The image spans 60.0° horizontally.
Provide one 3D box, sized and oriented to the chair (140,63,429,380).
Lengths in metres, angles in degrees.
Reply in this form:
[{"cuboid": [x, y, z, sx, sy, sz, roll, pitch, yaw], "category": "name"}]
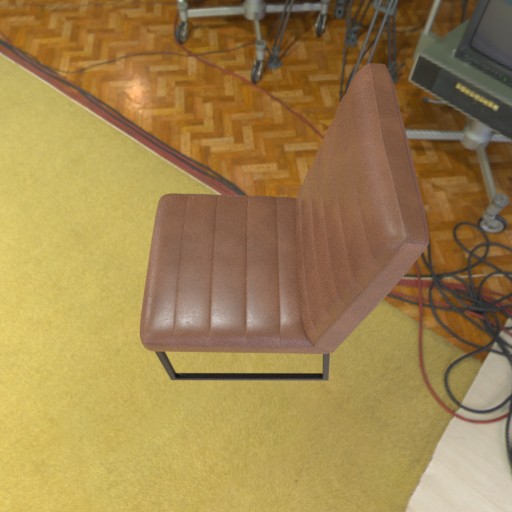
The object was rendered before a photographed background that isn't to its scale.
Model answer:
[{"cuboid": [0.000, 0.000, 1.288, 0.634, 0.930, 0.520, 0, 59, 0], "category": "chair"}]
